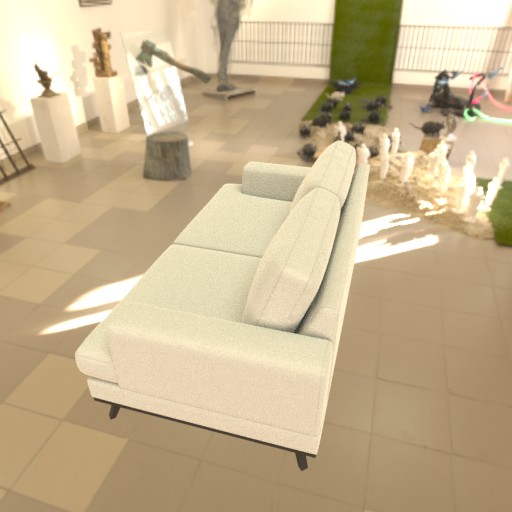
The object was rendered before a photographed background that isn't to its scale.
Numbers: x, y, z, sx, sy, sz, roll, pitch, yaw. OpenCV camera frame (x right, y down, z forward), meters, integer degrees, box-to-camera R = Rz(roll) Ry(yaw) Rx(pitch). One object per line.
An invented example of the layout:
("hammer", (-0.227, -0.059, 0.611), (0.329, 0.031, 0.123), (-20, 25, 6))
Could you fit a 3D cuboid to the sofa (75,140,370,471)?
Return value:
("sofa", (0.000, 0.000, 2.154), (0.920, 0.810, 1.650), (9, 33, 14))
